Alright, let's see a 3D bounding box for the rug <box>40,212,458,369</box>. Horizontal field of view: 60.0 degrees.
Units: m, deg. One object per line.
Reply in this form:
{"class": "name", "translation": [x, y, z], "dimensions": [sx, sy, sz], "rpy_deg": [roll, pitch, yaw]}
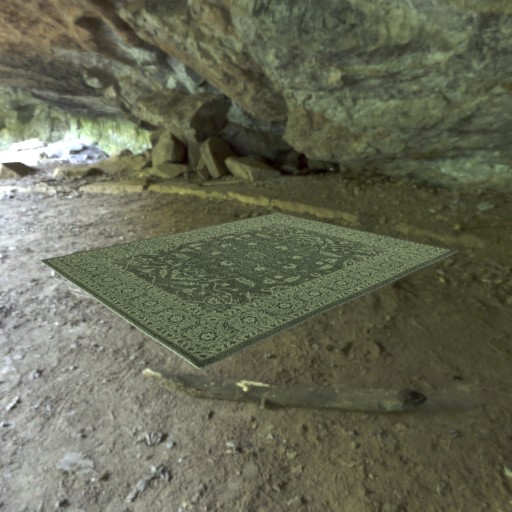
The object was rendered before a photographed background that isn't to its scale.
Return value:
{"class": "rug", "translation": [0.000, 0.000, 4.129], "dimensions": [3.069, 0.026, 2.451], "rpy_deg": [-16, 23, -40]}
